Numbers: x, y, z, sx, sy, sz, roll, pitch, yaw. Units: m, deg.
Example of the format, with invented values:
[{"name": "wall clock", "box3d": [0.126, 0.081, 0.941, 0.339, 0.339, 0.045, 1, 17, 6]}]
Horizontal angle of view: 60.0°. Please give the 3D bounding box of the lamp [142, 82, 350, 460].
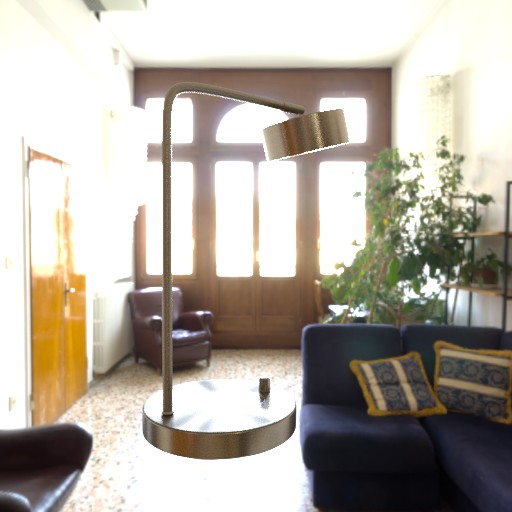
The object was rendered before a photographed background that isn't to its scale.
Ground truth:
[{"name": "lamp", "box3d": [0.000, 0.000, 0.650, 0.334, 0.469, 0.211, -1, 1, -36]}]
